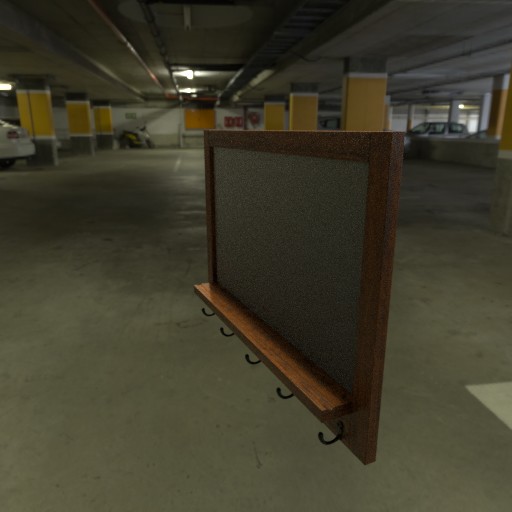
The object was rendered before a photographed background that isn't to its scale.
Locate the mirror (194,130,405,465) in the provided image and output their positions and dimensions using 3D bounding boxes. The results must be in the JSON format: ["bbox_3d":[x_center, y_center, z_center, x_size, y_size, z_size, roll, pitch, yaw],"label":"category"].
[{"bbox_3d":[0.000,0.000,0.984,0.084,0.537,0.758,-8,18,-25],"label":"mirror"}]
